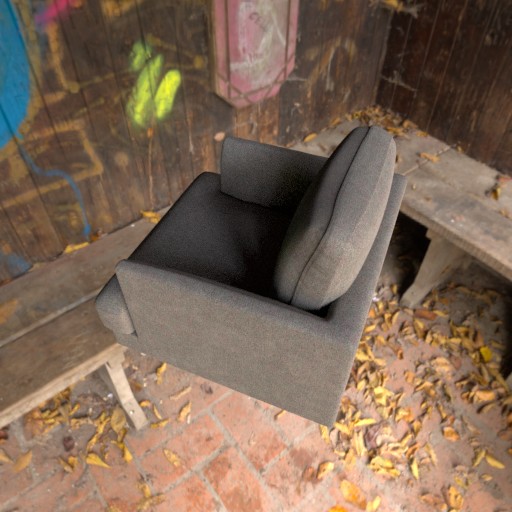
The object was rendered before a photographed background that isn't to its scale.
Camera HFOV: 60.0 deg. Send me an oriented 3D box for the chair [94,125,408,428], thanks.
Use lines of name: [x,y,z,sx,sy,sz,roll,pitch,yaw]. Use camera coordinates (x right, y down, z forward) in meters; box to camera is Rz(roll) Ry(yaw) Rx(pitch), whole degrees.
chair: [0.000,0.000,1.672,0.899,0.957,0.858,17,49,15]
